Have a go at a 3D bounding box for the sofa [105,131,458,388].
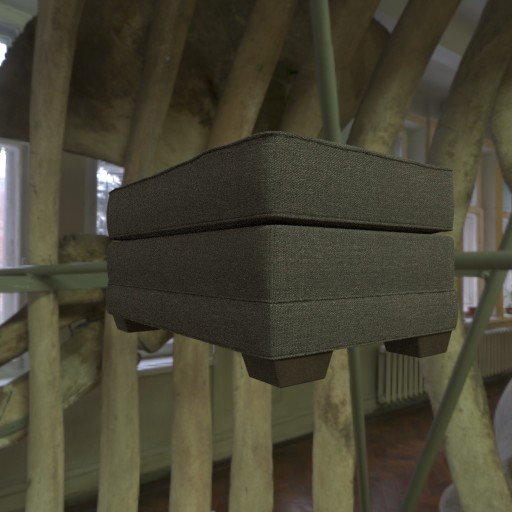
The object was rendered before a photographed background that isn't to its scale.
[{"bbox_3d":[0.000,0.000,1.222,0.578,0.457,0.854,1,-1,-36],"label":"sofa"}]
